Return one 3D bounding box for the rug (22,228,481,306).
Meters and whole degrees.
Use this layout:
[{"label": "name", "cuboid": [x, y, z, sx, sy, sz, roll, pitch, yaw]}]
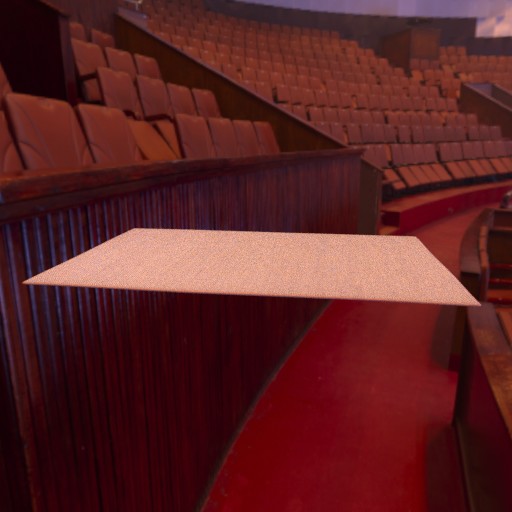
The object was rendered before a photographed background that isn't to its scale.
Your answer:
[{"label": "rug", "cuboid": [0.000, 0.000, 2.104, 1.678, 0.013, 1.078, 2, 15, 8]}]
